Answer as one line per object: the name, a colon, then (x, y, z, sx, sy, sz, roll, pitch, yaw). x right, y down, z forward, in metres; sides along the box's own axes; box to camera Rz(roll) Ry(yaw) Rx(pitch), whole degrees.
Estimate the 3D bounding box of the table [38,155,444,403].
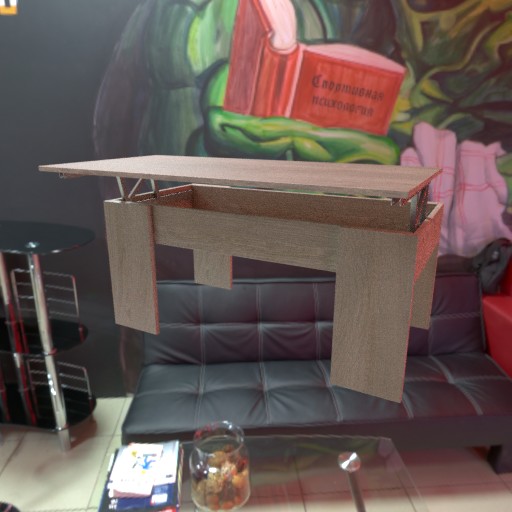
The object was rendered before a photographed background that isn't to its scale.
table: (0.000, 0.000, 1.393, 1.000, 0.570, 0.711, 9, 19, 27)
